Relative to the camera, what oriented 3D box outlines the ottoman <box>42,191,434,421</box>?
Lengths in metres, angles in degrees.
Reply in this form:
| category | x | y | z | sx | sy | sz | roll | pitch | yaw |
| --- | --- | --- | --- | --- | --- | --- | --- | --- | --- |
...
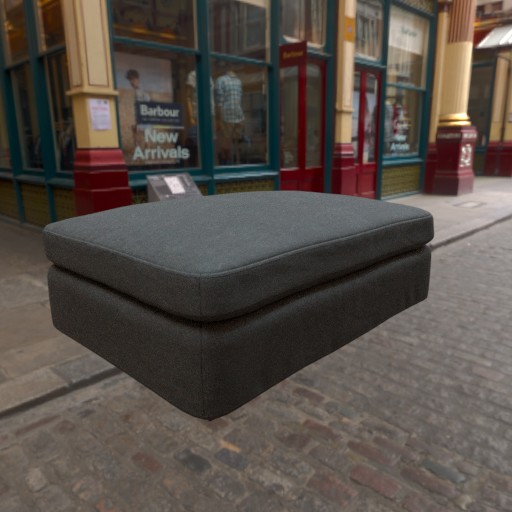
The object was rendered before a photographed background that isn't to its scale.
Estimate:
| category | x | y | z | sx | sy | sz | roll | pitch | yaw |
| --- | --- | --- | --- | --- | --- | --- | --- | --- | --- |
| ottoman | 0.000 | 0.000 | 1.594 | 0.840 | 0.429 | 1.199 | 13 | 19 | 42 |
